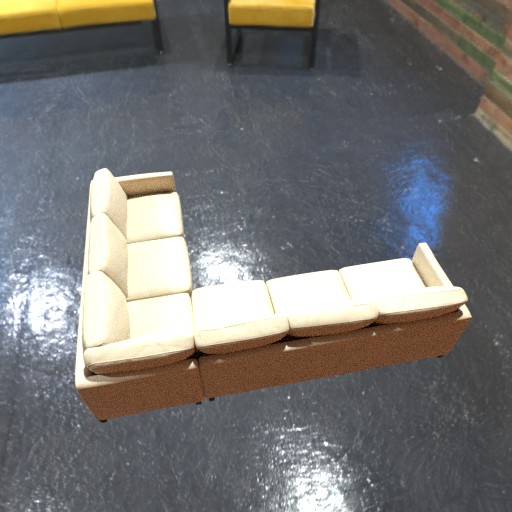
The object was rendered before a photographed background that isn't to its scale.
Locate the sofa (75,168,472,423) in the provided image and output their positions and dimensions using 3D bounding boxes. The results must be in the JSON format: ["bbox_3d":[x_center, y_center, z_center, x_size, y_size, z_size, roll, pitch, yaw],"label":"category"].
[{"bbox_3d":[0.000,0.000,4.533,3.302,0.947,2.593,-8,48,-8],"label":"sofa"}]
